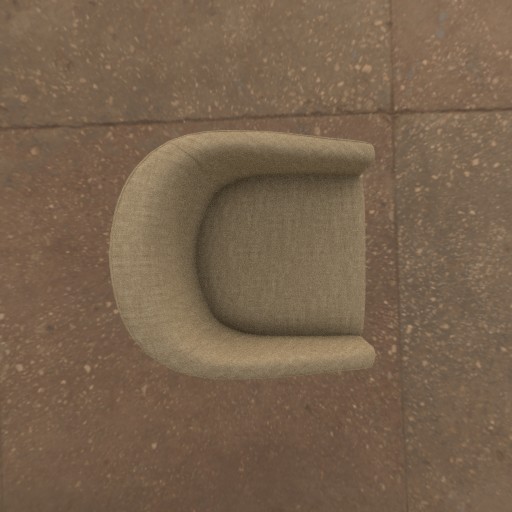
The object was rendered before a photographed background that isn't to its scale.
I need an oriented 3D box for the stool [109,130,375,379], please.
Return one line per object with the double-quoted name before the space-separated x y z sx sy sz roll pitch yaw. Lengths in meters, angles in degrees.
"stool" 0.000 0.000 1.424 0.607 1.078 0.559 0 90 -1
